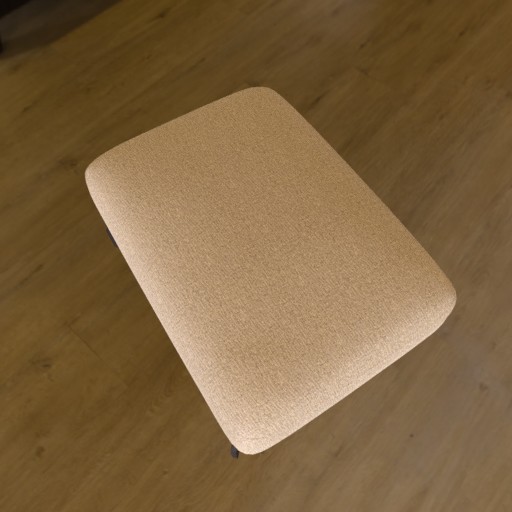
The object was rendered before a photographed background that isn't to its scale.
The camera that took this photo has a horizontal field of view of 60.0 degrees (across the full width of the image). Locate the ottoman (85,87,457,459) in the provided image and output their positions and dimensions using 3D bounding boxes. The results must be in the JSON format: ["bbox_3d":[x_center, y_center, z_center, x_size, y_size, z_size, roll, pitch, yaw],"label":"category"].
[{"bbox_3d":[0.000,0.000,1.091,0.568,0.420,0.772,-30,66,-14],"label":"ottoman"}]
